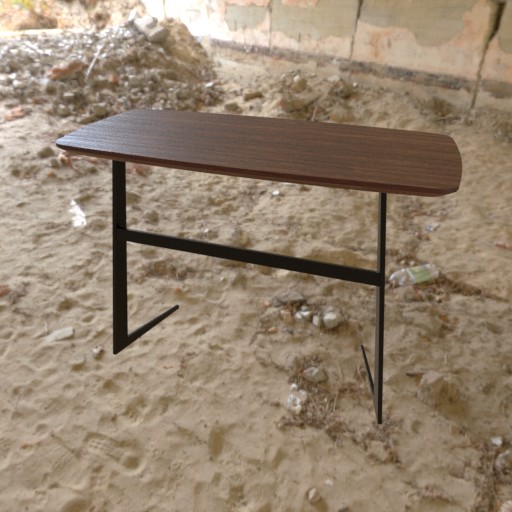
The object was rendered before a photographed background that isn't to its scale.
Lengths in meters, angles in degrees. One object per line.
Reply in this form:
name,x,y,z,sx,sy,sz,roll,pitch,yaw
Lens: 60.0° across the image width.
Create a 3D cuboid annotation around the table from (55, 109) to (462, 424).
table,0.000,0.000,1.080,0.804,0.576,0.361,10,32,16
